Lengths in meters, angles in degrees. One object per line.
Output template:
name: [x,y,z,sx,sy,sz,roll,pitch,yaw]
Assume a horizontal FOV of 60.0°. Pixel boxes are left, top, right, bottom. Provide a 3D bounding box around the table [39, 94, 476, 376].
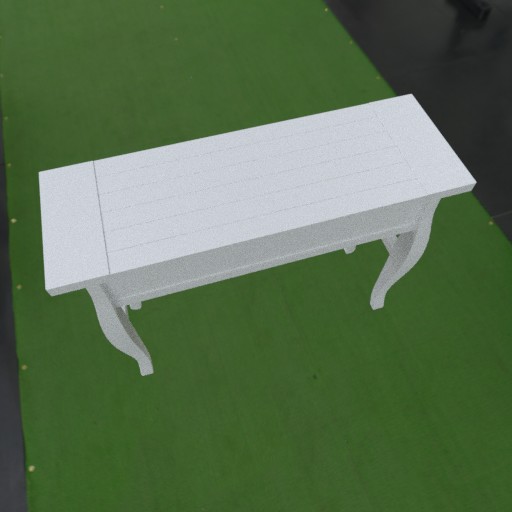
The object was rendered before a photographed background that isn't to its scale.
table: [0.000,0.000,1.460,1.062,0.768,0.373,-14,60,-9]
